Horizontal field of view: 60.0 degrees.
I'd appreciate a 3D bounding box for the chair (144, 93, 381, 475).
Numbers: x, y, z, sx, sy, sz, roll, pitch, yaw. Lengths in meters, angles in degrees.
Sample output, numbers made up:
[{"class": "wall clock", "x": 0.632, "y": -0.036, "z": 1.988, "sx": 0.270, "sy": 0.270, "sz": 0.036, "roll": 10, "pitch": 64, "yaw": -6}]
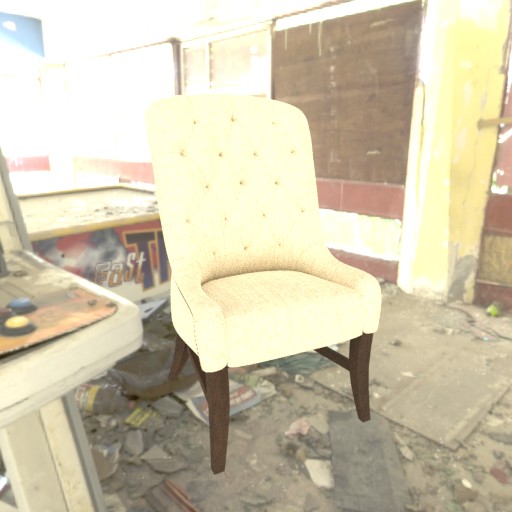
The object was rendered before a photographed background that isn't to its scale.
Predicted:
[{"class": "chair", "x": 0.000, "y": 0.000, "z": 1.527, "sx": 0.634, "sy": 1.091, "sz": 0.629, "roll": -8, "pitch": 17, "yaw": -25}]
